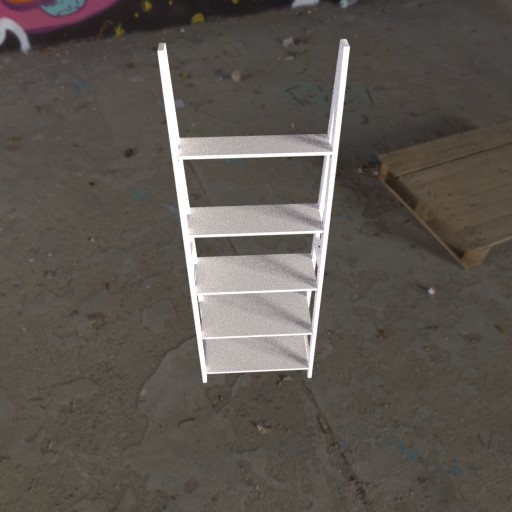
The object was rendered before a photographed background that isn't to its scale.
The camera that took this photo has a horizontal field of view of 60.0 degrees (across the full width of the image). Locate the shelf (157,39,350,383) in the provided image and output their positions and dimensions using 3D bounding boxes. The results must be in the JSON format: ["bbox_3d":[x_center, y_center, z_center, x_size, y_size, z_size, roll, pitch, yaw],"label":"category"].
[{"bbox_3d":[0.000,0.000,2.037,0.636,1.779,0.341,-2,48,-2],"label":"shelf"}]
